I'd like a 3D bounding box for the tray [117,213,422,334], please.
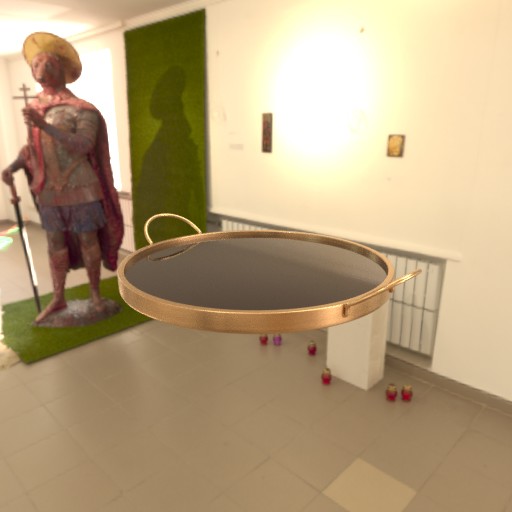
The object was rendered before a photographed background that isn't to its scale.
[{"bbox_3d":[0.000,0.000,0.729,0.543,0.069,0.438,15,22,42],"label":"tray"}]
